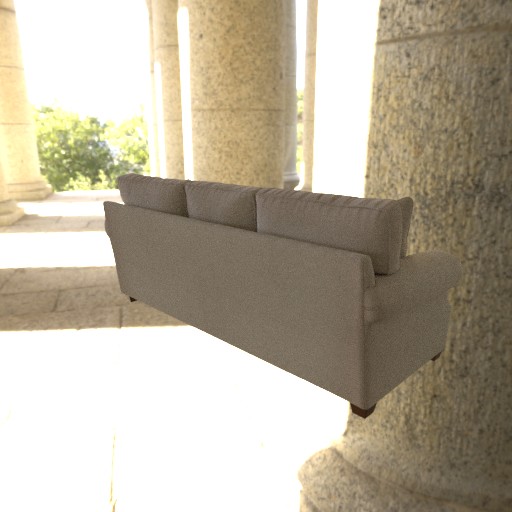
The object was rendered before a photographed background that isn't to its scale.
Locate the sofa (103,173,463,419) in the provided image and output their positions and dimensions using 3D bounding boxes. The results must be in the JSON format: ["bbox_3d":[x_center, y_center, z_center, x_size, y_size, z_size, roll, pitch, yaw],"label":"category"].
[{"bbox_3d":[0.000,0.000,2.829,2.312,0.975,0.965,15,21,43],"label":"sofa"}]
